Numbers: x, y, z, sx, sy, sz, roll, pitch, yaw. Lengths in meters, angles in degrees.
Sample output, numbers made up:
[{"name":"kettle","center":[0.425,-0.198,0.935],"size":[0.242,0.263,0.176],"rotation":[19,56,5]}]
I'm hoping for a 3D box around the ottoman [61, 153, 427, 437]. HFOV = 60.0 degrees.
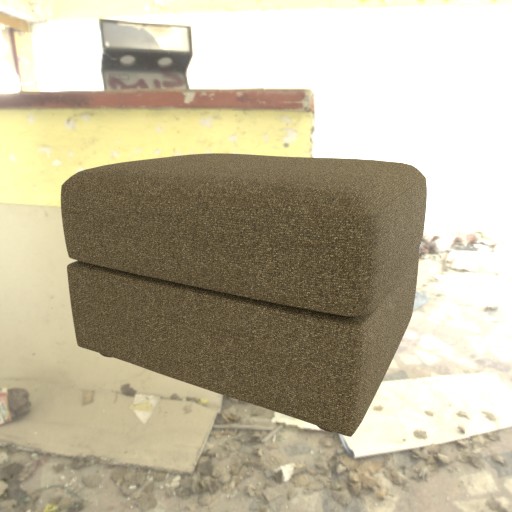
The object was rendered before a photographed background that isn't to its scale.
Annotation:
[{"name":"ottoman","center":[0.000,0.000,1.120],"size":[0.742,0.476,0.598],"rotation":[9,19,27]}]
